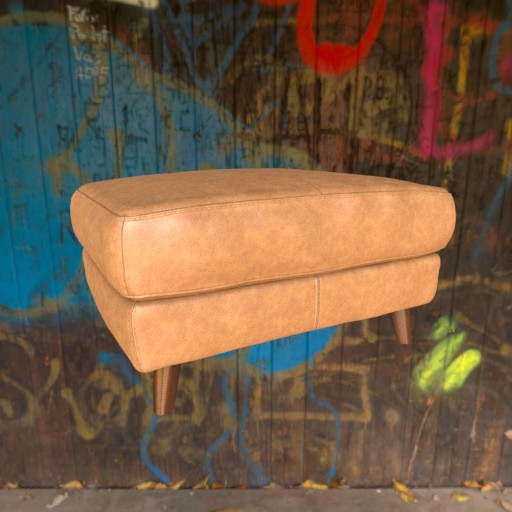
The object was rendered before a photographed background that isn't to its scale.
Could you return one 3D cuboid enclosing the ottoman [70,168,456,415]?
[{"bbox_3d":[0.000,0.000,1.204,0.869,0.461,0.630,-8,16,-27],"label":"ottoman"}]
